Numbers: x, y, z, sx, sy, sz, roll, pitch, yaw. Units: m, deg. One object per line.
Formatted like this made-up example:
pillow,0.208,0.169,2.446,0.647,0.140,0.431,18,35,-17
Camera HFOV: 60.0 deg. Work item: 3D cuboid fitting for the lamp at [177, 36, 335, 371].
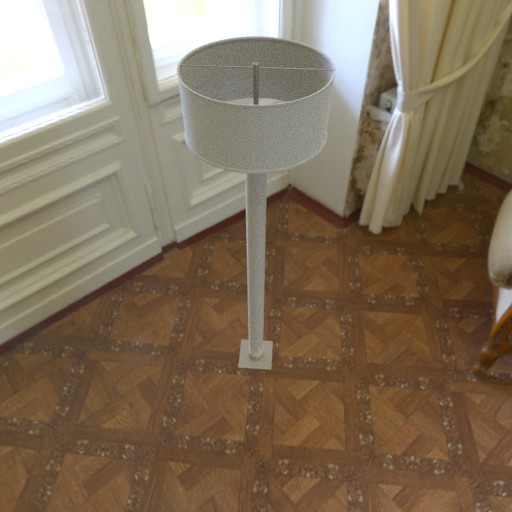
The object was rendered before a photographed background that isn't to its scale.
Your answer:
lamp,0.000,0.000,1.702,0.420,1.475,0.420,3,47,3
